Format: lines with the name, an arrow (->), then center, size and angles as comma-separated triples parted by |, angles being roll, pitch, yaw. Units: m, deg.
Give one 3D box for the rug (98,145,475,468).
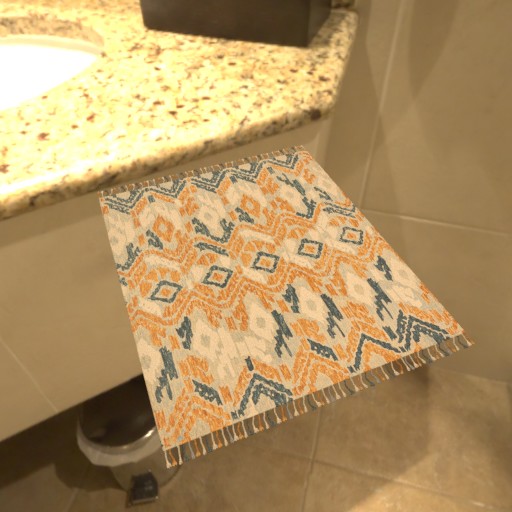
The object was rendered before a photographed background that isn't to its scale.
rug -> 0.000, 0.000, 4.087 | 2.439, 0.010, 3.048 | -16, 48, -15
